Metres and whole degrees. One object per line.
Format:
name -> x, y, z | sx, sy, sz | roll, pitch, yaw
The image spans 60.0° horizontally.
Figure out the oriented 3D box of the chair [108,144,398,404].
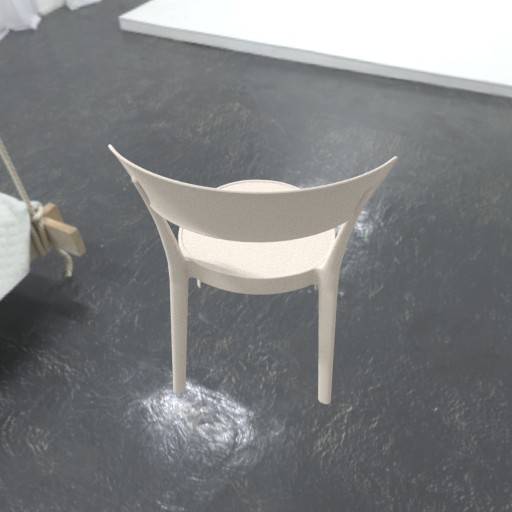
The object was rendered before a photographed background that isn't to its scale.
chair -> 0.000, 0.000, 1.128 | 0.506, 0.790, 0.491 | 3, 46, 3
